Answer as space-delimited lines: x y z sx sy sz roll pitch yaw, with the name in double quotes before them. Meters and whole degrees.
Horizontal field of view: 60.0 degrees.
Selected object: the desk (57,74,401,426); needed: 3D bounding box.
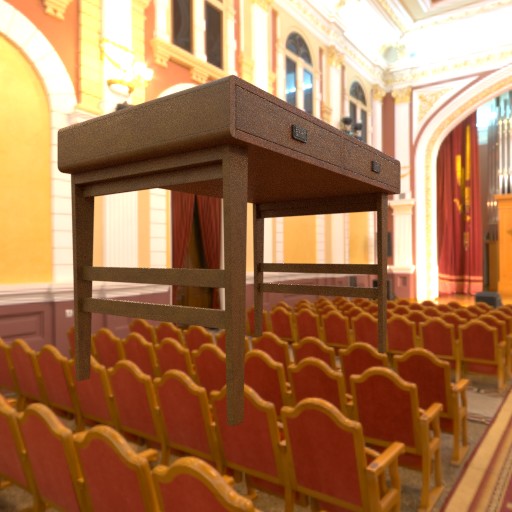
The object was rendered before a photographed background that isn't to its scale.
"desk" 0.000 0.000 1.532 0.660 0.754 1.066 0 0 36
